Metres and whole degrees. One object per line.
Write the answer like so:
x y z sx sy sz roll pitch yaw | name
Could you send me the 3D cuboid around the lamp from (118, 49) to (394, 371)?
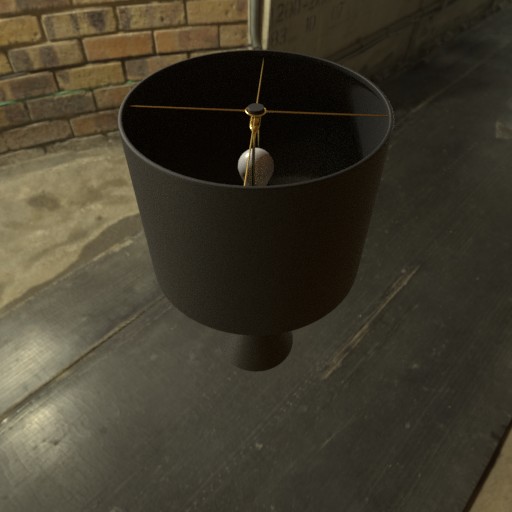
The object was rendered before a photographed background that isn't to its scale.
0.000 0.000 0.798 0.359 0.584 0.359 3 47 3 | lamp
